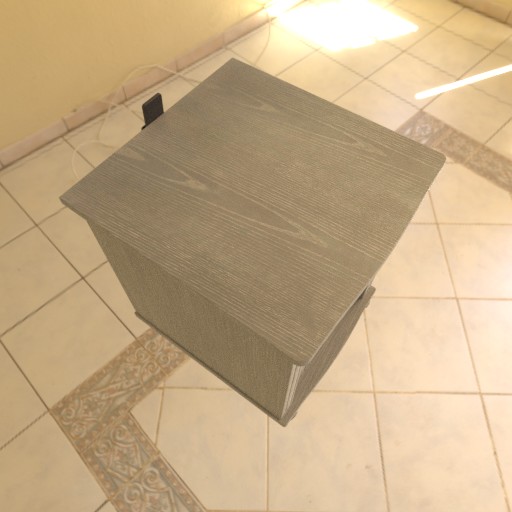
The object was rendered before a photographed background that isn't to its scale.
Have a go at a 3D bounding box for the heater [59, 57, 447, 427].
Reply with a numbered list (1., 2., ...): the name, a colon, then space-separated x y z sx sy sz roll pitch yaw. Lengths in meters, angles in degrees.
1. heater: 0.000 0.000 0.759 0.400 0.481 0.362 32 63 18
